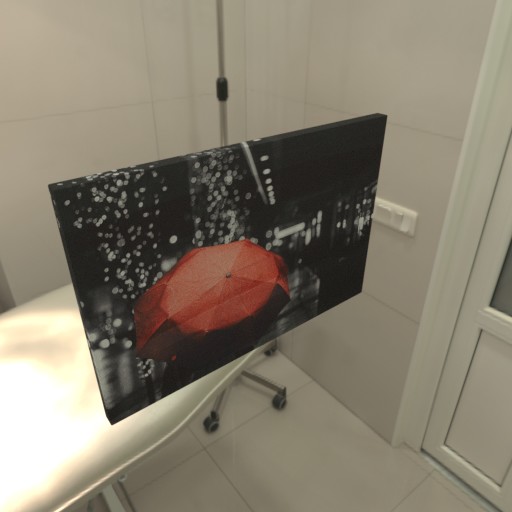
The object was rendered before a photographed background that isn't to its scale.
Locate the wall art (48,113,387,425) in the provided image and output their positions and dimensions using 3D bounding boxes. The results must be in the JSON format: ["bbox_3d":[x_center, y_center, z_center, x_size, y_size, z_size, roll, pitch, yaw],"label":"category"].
[{"bbox_3d":[0.000,0.000,1.173,0.914,0.609,0.038,-21,37,-32],"label":"wall art"}]
